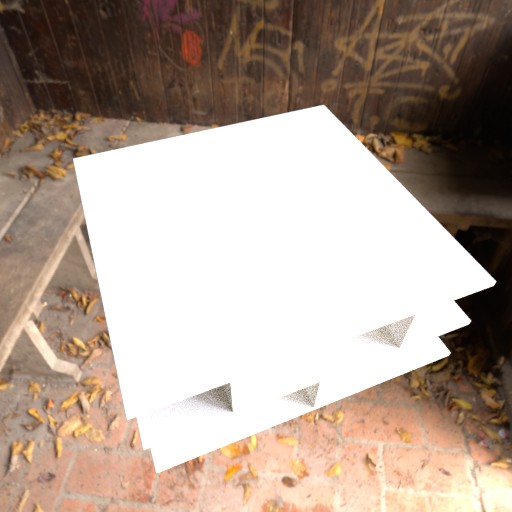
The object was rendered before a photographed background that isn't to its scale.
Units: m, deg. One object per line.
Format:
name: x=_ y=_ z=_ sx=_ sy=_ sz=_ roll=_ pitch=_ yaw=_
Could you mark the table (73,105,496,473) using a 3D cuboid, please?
table: x=0.000 y=0.000 z=1.077 sx=0.700 sy=0.289 sz=0.700 roll=-17 pitch=50 yaw=-14
